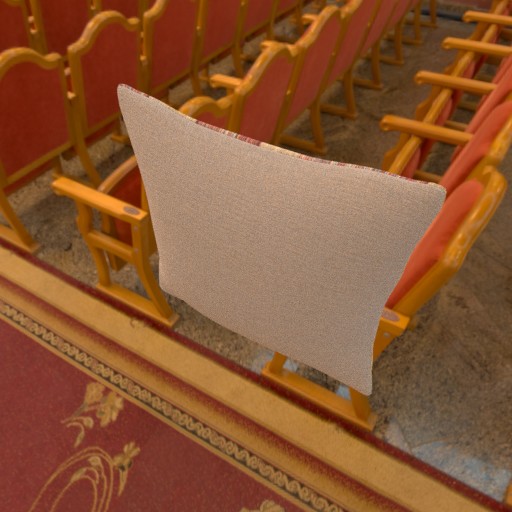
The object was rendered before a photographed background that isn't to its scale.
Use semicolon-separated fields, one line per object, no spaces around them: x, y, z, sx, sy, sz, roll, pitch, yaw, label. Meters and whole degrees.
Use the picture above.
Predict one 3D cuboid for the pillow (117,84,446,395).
0.000;0.000;0.650;0.437;0.419;0.136;24;50;21;pillow
